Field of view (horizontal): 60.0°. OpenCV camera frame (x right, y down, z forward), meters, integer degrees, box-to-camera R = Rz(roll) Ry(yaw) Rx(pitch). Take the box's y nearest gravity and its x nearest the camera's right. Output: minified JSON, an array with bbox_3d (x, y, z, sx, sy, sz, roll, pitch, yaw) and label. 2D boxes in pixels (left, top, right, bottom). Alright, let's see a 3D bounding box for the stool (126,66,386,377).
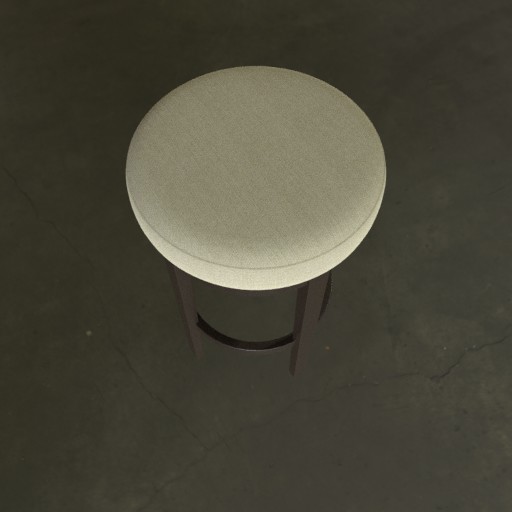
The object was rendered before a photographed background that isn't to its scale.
[{"bbox_3d":[0.000,0.000,1.030,0.446,0.758,0.446,0,62,0],"label":"stool"}]
